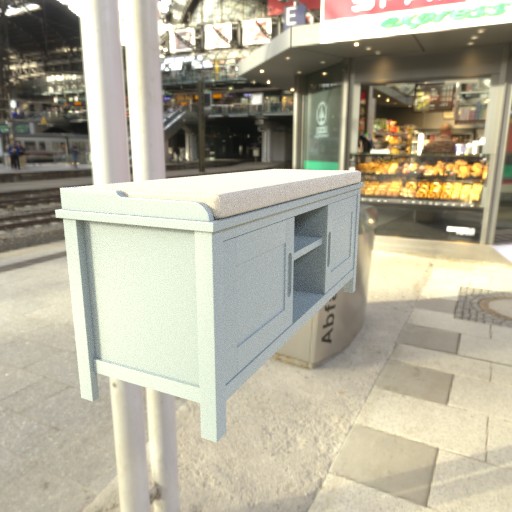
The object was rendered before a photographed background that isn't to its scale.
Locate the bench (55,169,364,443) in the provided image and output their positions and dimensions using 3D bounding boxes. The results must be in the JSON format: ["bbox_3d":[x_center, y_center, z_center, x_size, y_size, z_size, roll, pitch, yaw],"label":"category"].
[{"bbox_3d":[0.000,0.000,1.410,0.398,0.501,1.140,7,15,26],"label":"bench"}]
